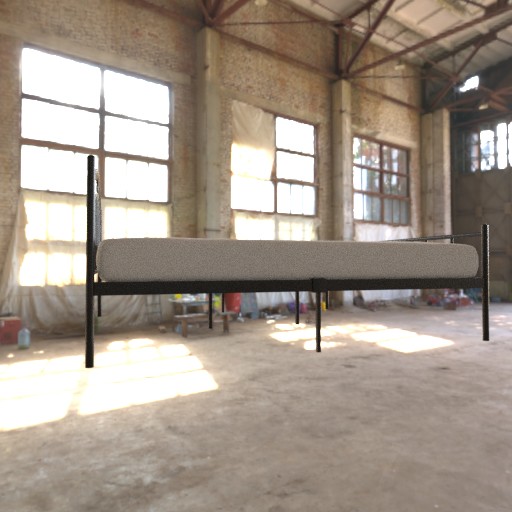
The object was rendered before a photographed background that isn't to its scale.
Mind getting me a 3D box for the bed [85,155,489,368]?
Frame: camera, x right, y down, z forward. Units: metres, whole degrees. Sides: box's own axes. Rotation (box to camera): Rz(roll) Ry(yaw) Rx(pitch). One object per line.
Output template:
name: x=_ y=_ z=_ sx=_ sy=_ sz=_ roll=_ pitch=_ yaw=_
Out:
bed: x=0.000 y=0.000 z=2.967 sx=2.040 sy=0.940 sz=1.880 roll=0 pitch=-1 yaw=-18
